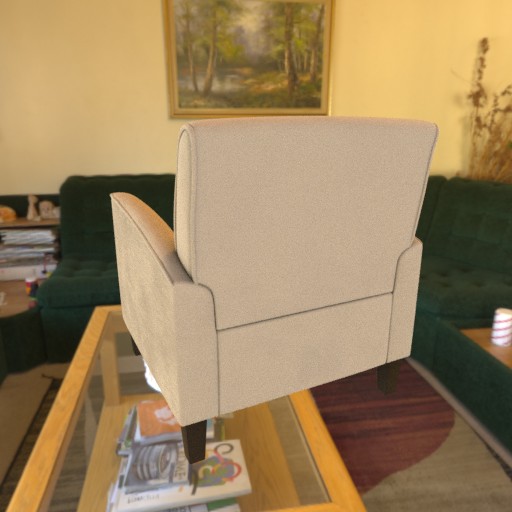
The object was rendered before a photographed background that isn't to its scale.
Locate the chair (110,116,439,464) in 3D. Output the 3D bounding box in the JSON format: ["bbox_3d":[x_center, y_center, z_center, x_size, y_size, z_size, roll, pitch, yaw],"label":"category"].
[{"bbox_3d":[0.000,0.000,1.530,0.820,0.915,0.821,-8,19,-26],"label":"chair"}]
